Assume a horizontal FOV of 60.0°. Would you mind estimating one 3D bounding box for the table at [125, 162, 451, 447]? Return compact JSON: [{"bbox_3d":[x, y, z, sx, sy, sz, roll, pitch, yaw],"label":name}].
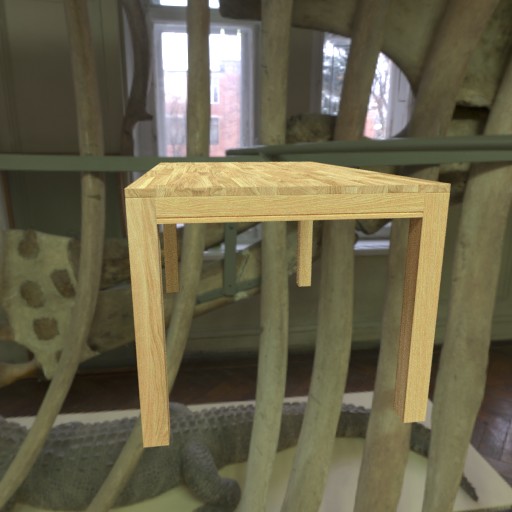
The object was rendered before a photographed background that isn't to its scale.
[{"bbox_3d":[0.000,0.000,2.011,0.900,0.770,1.500,-2,15,-8],"label":"table"}]
